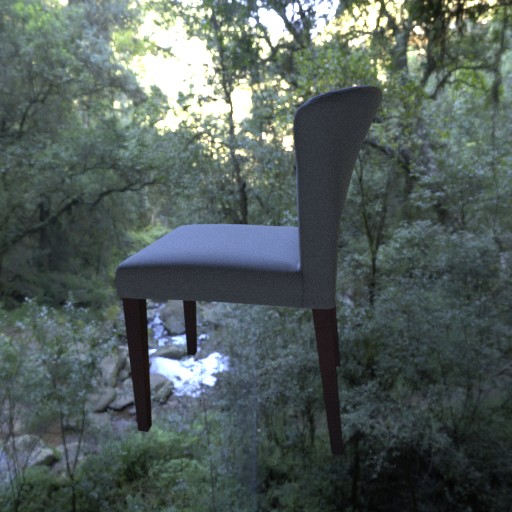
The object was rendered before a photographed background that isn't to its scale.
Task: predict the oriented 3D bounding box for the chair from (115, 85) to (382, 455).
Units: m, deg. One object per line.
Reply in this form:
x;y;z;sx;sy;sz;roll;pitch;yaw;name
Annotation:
0.000;0.000;1.185;0.592;0.839;0.491;3;16;9;chair
